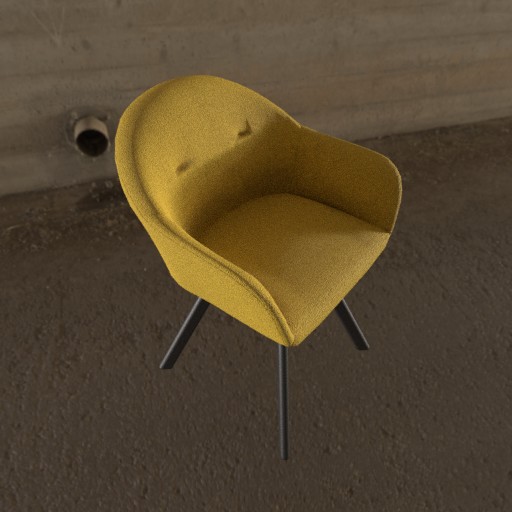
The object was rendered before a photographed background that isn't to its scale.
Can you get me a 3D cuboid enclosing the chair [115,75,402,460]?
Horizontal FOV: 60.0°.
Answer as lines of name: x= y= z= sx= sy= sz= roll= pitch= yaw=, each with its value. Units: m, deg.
chair: x=0.000 y=0.000 z=1.141 sx=0.565 sy=0.775 sz=0.545 roll=28 pitch=49 yaw=28
